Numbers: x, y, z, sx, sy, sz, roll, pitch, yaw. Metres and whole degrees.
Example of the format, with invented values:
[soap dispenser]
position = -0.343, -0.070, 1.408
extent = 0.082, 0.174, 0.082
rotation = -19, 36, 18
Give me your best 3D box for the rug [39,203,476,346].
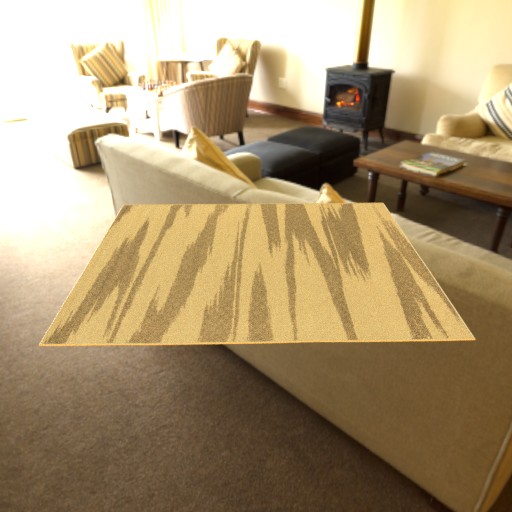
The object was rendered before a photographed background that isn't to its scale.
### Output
[rug]
position = 0.000, 0.000, 3.990
extent = 2.945, 0.014, 2.353
rotation = -1, 30, -1
